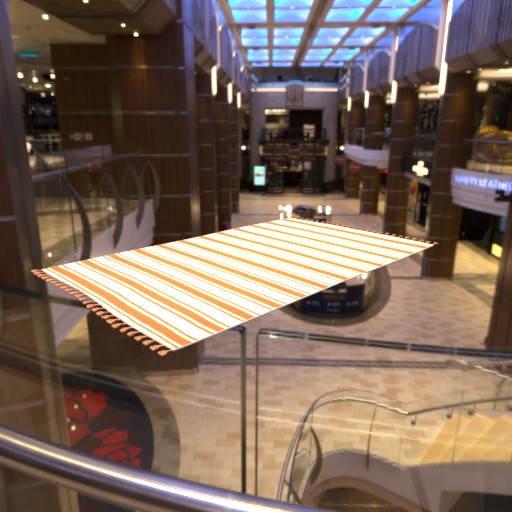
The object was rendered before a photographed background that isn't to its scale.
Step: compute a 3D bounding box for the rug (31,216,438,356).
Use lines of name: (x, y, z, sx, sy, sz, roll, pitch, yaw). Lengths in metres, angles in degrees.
rug: (0.000, 0.000, 2.574, 2.092, 0.017, 1.232, -15, 22, -42)
